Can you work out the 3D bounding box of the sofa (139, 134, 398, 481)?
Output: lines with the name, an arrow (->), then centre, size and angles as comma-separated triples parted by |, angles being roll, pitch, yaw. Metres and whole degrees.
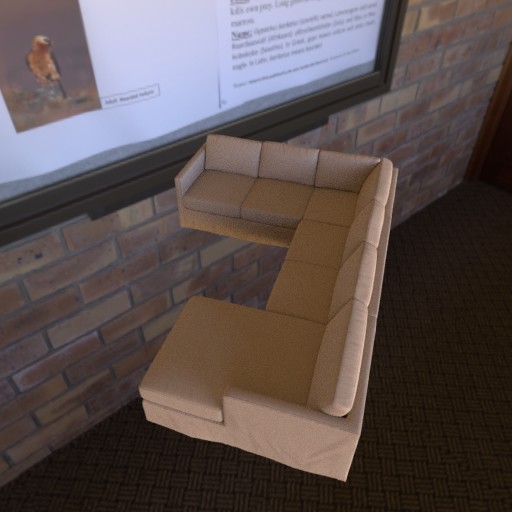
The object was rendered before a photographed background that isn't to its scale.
sofa -> 0.000, 0.000, 4.397 | 2.427, 0.882, 3.460 | 12, 42, 13
